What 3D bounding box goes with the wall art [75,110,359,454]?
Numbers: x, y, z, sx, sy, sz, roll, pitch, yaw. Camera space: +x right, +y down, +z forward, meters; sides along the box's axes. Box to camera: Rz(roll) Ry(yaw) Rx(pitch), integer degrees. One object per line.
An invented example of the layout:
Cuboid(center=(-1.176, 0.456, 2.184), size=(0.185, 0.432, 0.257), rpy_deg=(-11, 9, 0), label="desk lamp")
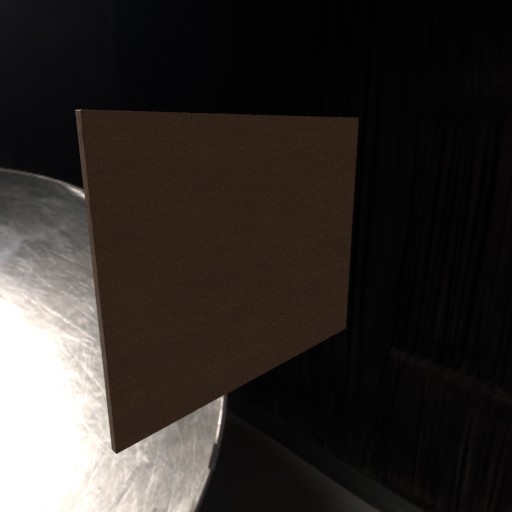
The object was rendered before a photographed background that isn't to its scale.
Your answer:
Cuboid(center=(0.000, 0.000, 0.674), size=(0.012, 0.408, 0.508), rpy_deg=(15, 22, 42), label="wall art")
